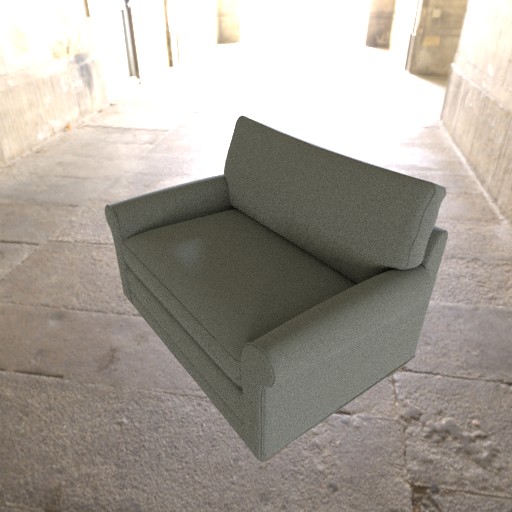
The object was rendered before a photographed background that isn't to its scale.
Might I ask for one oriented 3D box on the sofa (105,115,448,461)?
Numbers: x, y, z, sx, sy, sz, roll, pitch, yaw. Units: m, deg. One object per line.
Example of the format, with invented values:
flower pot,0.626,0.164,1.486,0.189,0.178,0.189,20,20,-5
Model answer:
sofa,0.000,0.000,2.070,0.940,0.953,1.410,-21,37,-30
